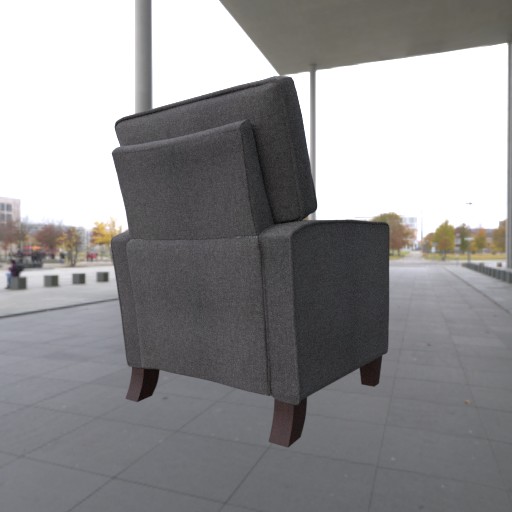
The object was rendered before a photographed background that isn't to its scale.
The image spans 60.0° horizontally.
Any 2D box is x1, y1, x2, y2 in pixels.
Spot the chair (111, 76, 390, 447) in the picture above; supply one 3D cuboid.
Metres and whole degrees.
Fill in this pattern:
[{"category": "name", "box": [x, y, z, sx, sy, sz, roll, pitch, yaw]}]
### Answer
[{"category": "chair", "box": [0.000, 0.000, 1.436, 0.650, 0.889, 0.775, 0, 1, 35]}]
